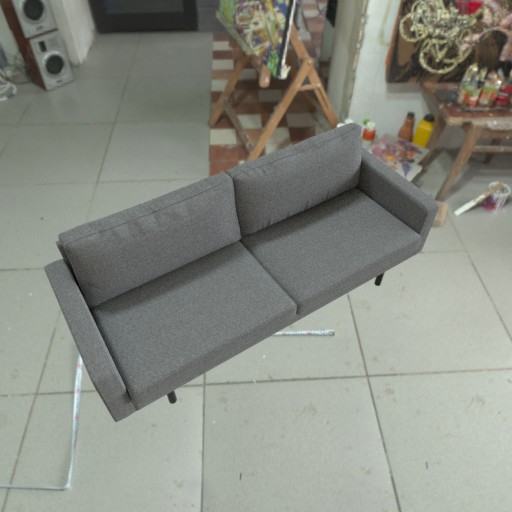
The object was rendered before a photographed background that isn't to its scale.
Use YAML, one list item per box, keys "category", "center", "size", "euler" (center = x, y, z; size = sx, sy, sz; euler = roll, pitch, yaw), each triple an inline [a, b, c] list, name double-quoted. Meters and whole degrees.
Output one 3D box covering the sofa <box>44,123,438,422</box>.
- category: "sofa"
  center: [0.000, 0.000, 2.690]
  size: [2.200, 0.880, 0.880]
  euler: [-25, 53, -21]
